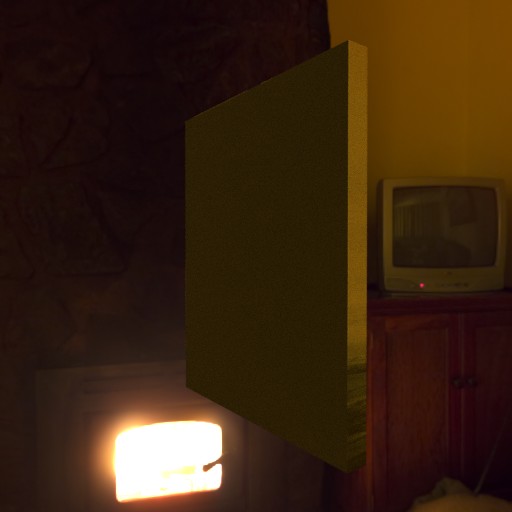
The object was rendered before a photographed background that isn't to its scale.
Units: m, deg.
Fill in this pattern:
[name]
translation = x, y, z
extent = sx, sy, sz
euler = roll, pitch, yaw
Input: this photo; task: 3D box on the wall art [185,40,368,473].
[wall art]
translation = 0.000, 0.000, 0.830
extent = 0.040, 0.608, 0.489
euler = -1, 1, -36
